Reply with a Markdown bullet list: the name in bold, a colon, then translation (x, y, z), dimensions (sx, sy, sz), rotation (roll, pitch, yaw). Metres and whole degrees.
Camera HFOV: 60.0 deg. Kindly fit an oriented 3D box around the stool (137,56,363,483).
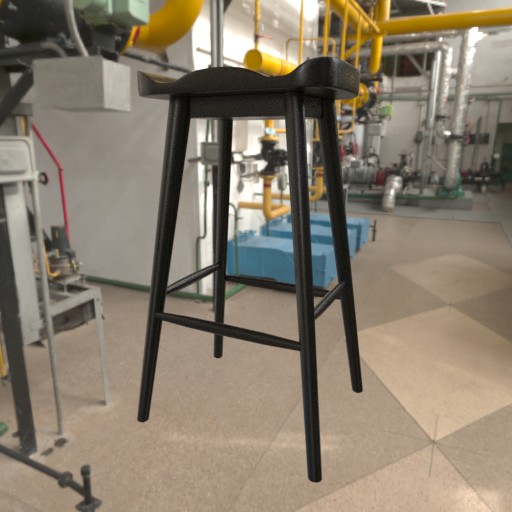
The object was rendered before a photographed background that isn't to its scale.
- **stool**: translation (0.000, 0.000, 0.977), dimensions (0.440, 0.749, 0.361), rotation (7, 17, 25)
